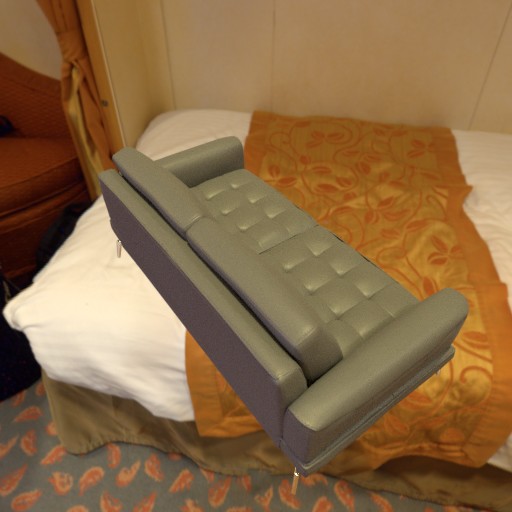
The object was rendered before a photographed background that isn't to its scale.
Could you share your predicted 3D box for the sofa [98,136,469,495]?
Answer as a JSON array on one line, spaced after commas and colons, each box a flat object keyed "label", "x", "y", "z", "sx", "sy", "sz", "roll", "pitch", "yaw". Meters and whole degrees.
[{"label": "sofa", "x": 0.000, "y": 0.000, "z": 2.635, "sx": 1.121, "sy": 0.930, "sz": 2.177, "roll": -27, "pitch": 49, "yaw": -26}]
